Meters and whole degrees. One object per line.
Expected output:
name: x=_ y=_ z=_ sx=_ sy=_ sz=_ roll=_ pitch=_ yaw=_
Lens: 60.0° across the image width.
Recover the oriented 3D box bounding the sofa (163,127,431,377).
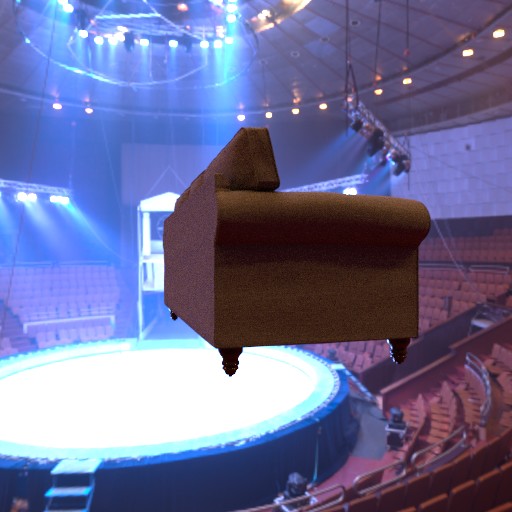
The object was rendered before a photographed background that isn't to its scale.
sofa: x=0.000 y=0.000 z=2.668 sx=0.916 sy=0.961 sz=2.084 roll=0 pitch=-1 yaw=-17
